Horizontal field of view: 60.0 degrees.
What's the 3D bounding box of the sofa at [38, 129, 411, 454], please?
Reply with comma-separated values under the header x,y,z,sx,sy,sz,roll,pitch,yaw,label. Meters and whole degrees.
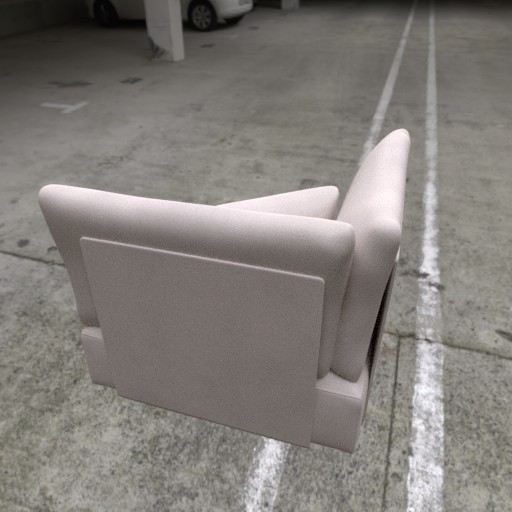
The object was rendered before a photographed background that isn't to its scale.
x,y,z,sx,sy,sz,roll,pitch,yaw,label
0.000,0.000,1.703,1.000,0.820,1.000,9,32,15,sofa
